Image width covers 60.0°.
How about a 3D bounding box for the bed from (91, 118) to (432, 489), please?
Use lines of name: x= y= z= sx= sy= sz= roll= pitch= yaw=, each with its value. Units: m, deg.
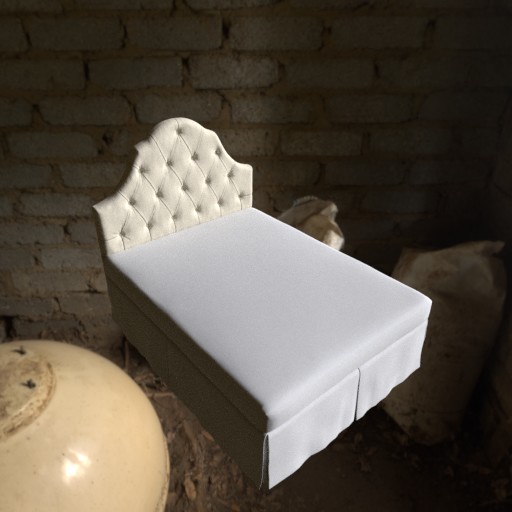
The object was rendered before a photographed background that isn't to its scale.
bed: x=0.000 y=0.000 z=3.207 sx=1.627 sy=1.575 sz=2.092 roll=-23 pitch=38 yaw=-33
